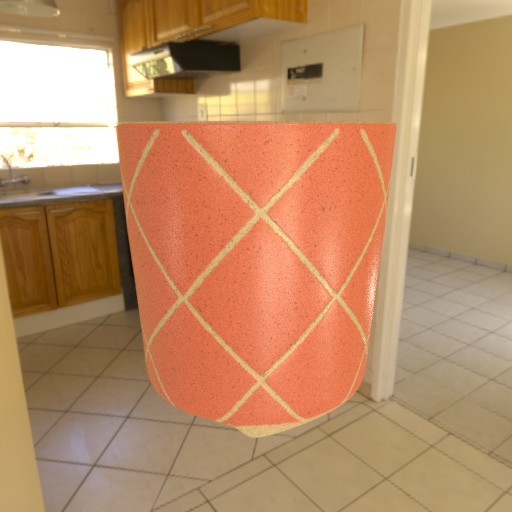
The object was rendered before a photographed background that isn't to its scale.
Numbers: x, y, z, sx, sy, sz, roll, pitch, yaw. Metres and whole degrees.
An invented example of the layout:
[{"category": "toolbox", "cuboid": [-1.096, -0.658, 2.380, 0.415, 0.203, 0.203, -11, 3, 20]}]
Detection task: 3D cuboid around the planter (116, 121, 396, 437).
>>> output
[{"category": "planter", "cuboid": [0.000, 0.000, 0.407, 0.227, 0.235, 0.227, 0, 16, 0]}]
